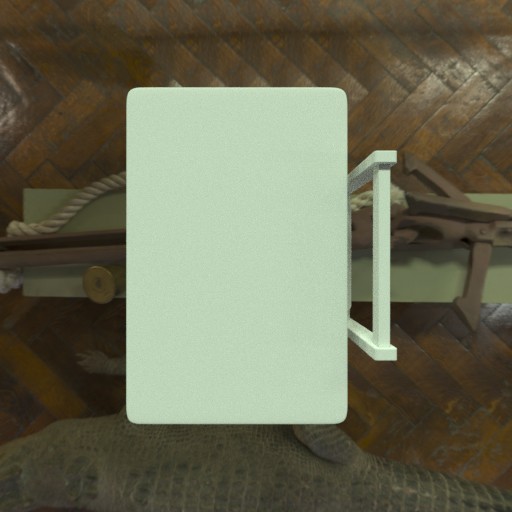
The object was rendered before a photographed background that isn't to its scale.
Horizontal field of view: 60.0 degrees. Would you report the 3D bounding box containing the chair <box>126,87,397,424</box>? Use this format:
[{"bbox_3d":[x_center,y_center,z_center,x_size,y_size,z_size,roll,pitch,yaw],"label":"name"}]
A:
[{"bbox_3d":[0.000,0.000,1.057,0.461,0.673,0.599,0,90,0],"label":"chair"}]
